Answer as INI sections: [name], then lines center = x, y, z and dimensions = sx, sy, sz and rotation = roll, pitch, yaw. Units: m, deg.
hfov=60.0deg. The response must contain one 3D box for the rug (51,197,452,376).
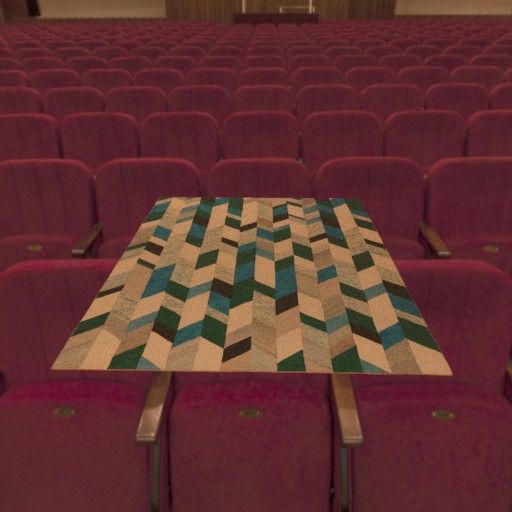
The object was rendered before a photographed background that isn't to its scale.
[rug]
center = 0.000, 0.000, 4.021
dimensions = 2.440, 0.008, 3.036
rotation = 1, 28, 1
